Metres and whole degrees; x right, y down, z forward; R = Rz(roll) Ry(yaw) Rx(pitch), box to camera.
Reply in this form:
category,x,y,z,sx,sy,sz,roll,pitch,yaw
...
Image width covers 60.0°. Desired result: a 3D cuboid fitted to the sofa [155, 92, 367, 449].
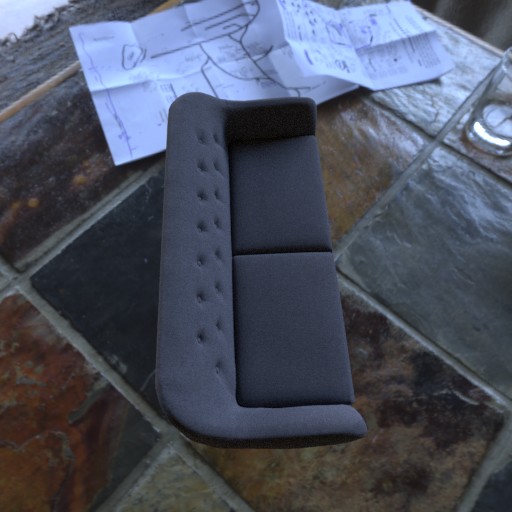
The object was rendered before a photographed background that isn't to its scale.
category,x,y,z,sx,sy,sz,roll,pitch,yaw
sofa,0.000,0.000,2.275,0.820,0.820,1.840,-3,64,-1
